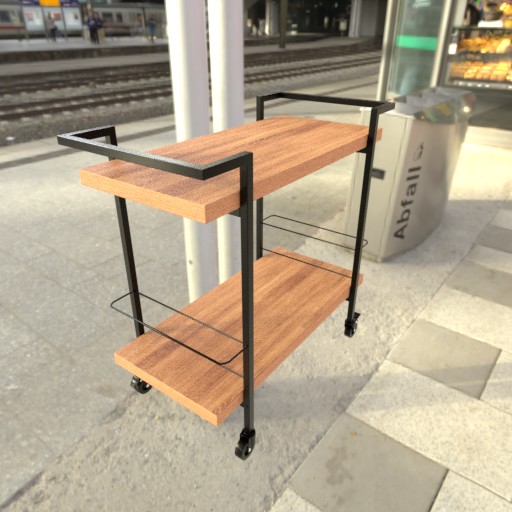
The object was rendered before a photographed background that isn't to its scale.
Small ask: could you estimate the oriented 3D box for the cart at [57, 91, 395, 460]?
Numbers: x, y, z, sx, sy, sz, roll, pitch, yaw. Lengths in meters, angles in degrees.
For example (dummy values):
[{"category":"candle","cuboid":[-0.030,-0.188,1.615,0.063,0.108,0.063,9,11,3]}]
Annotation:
[{"category":"cart","cuboid":[0.000,0.000,1.248,0.406,0.762,0.806,19,33,32]}]
